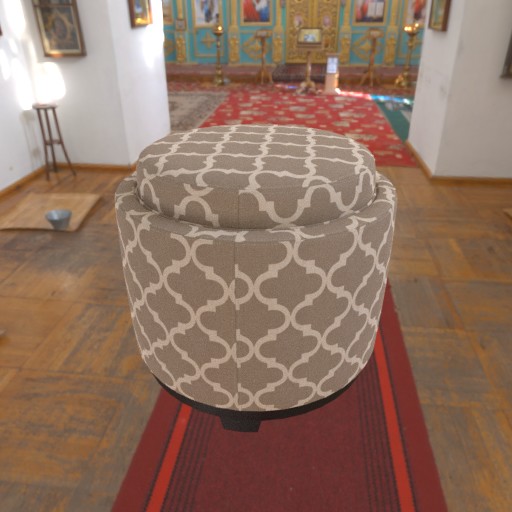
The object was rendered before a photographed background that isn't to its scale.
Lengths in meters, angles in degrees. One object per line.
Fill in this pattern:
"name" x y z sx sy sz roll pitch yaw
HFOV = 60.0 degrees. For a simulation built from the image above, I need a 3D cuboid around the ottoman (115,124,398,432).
"ottoman" 0.000 0.000 0.834 0.480 0.429 0.480 0 28 0
